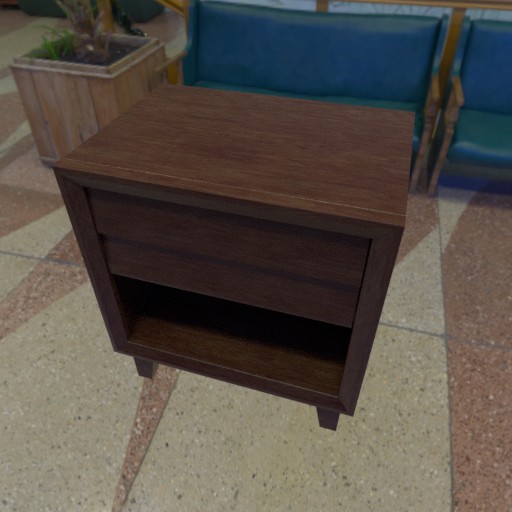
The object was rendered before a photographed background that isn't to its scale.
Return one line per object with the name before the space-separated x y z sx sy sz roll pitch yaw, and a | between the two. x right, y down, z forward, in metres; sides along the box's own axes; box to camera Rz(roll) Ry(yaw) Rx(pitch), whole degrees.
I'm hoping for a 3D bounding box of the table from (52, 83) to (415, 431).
table | 0.000 0.000 1.018 0.557 0.609 0.449 11 42 13
